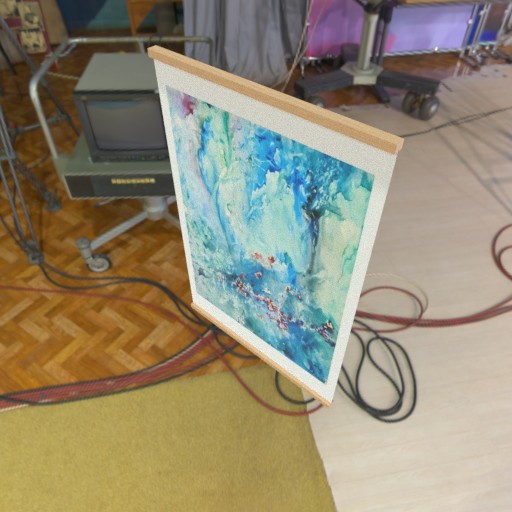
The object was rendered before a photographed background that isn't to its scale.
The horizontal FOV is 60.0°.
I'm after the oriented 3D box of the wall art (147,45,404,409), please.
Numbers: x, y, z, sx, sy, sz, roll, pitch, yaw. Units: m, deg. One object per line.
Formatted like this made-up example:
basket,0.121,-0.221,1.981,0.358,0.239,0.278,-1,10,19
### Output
wall art,0.000,0.000,0.777,0.401,0.611,0.016,31,53,27
